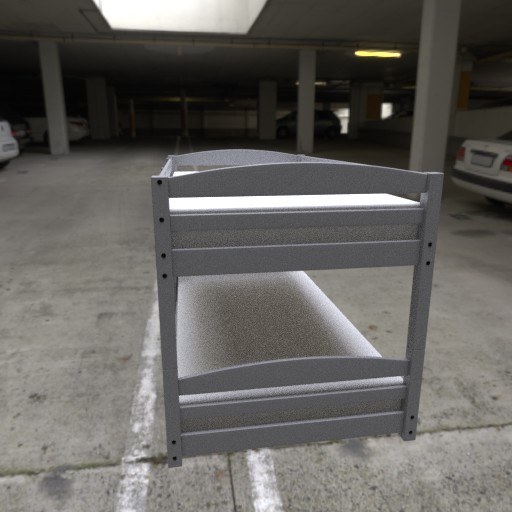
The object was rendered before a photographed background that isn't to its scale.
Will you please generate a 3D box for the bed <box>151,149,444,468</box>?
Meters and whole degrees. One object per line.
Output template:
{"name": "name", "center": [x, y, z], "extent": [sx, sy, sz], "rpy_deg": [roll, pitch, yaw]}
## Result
{"name": "bed", "center": [0.000, 0.000, 2.677], "extent": [1.105, 1.206, 2.013], "rpy_deg": [-2, 15, -9]}
